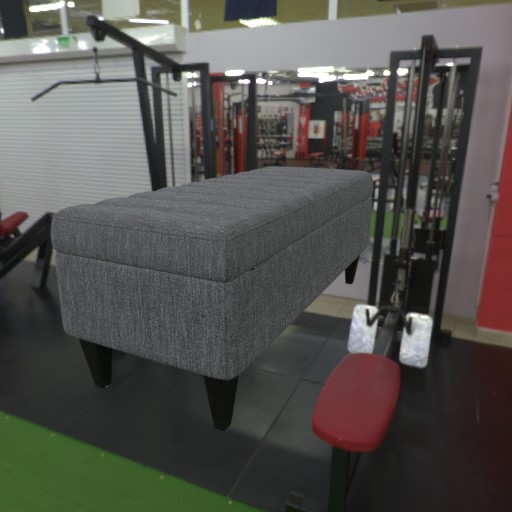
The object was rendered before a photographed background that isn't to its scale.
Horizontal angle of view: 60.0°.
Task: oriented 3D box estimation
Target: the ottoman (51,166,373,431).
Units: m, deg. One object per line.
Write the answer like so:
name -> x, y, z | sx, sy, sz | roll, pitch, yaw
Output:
ottoman -> 0.000, 0.000, 1.431 | 0.482, 0.469, 1.151 | 8, 19, 26
